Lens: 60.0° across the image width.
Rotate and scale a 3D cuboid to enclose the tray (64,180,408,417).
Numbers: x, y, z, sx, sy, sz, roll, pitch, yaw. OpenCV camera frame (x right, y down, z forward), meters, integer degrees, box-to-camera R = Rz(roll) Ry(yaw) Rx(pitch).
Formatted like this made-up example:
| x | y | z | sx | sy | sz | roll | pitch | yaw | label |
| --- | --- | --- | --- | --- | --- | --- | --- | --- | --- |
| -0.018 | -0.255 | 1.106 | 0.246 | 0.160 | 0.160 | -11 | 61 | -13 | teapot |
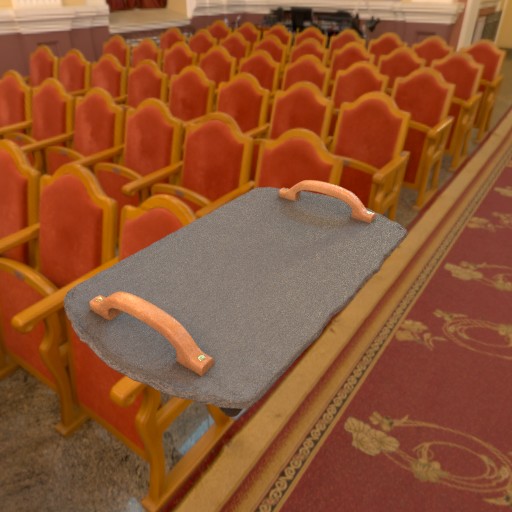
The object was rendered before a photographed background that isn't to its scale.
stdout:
| x | y | z | sx | sy | sz | roll | pitch | yaw | label |
| --- | --- | --- | --- | --- | --- | --- | --- | --- | --- |
| 0.000 | 0.000 | 0.479 | 0.231 | 0.062 | 0.387 | 21 | 38 | 30 | tray |
